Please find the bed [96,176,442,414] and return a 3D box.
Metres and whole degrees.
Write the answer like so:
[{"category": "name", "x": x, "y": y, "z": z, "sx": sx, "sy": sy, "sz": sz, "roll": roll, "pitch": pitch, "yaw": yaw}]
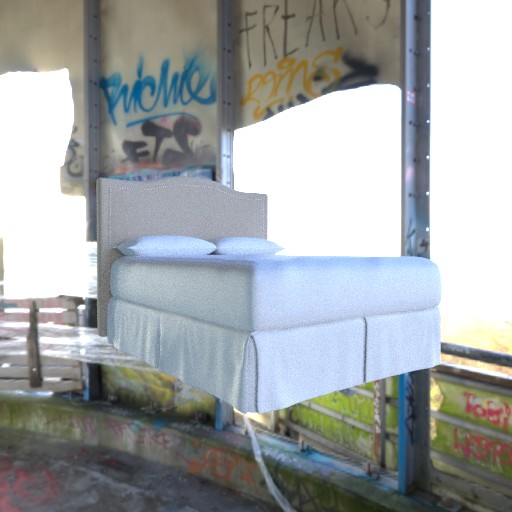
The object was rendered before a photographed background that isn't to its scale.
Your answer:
[{"category": "bed", "x": 0.000, "y": 0.000, "z": 3.216, "sx": 1.678, "sy": 1.398, "sz": 2.052, "roll": -1, "pitch": 1, "yaw": -36}]
